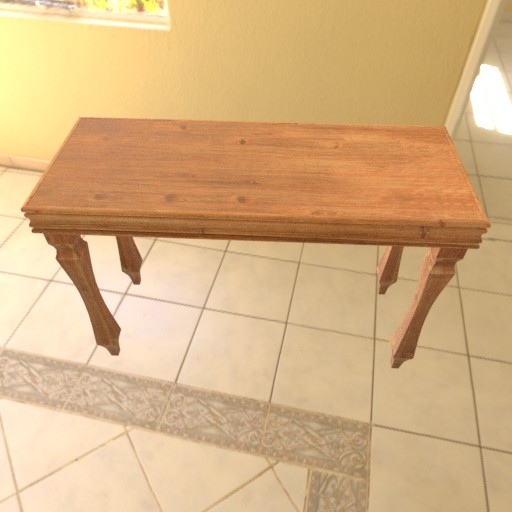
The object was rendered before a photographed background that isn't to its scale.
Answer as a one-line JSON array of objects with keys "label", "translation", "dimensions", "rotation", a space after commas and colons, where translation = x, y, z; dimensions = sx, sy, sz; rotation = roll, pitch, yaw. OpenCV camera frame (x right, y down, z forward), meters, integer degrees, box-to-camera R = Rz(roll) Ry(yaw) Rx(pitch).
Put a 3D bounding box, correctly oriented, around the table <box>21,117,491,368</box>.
[{"label": "table", "translation": [0.000, 0.000, 1.743], "dimensions": [1.330, 0.873, 0.522], "rotation": [2, 47, 2]}]
